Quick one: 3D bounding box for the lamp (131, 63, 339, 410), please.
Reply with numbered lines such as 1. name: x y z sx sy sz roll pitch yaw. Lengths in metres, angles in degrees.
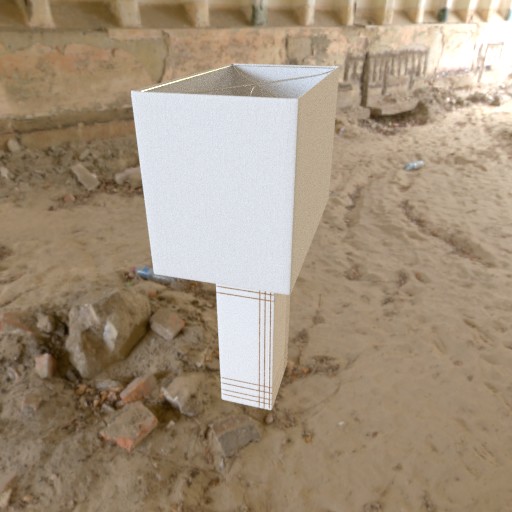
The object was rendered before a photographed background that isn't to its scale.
1. lamp: 0.000 0.000 0.716 0.182 0.543 0.334 8 29 14
